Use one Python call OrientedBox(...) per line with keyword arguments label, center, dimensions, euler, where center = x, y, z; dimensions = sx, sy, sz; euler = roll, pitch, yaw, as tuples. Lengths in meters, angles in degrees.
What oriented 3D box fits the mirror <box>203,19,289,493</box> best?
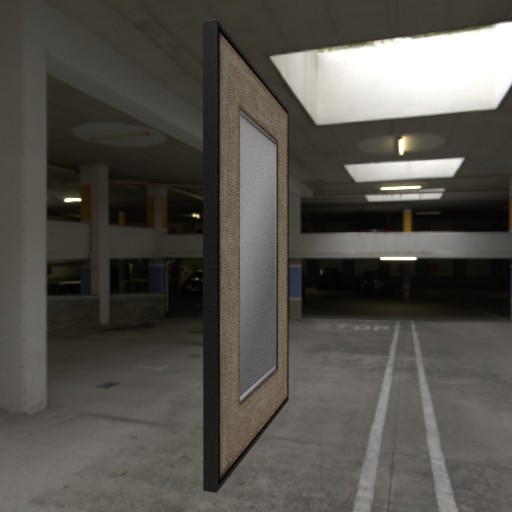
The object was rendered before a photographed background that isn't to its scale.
OrientedBox(label="mirror", center=(0.000, 0.000, 1.507), dimensions=(0.038, 1.219, 0.762), euler=(0, 0, 18))
